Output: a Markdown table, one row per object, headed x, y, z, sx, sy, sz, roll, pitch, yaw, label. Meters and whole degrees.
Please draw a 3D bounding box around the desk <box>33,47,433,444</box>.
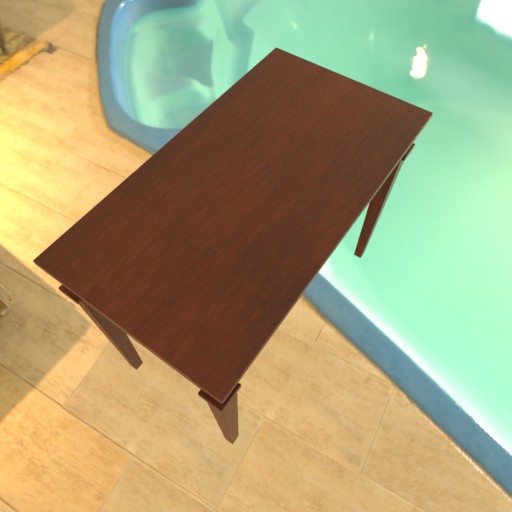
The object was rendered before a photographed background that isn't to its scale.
| x | y | z | sx | sy | sz | roll | pitch | yaw | label |
| --- | --- | --- | --- | --- | --- | --- | --- | --- | --- |
| 0.000 | 0.000 | 1.471 | 0.549 | 0.762 | 1.001 | 31 | 63 | 18 | desk |
